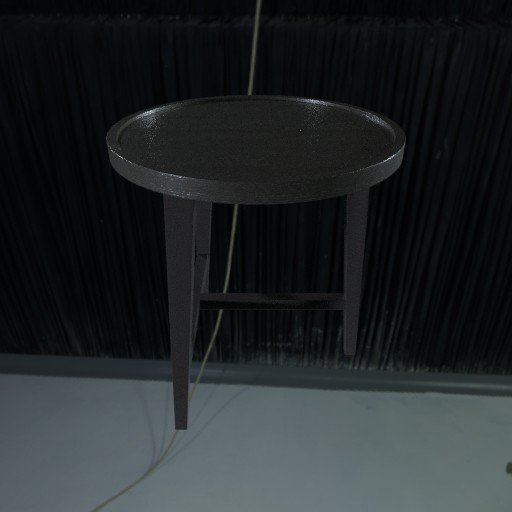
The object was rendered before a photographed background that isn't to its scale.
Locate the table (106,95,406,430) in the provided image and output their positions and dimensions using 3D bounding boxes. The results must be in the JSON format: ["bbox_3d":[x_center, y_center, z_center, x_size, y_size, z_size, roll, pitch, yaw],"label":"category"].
[{"bbox_3d":[0.000,0.000,0.910,0.500,0.531,0.500,0,32,0],"label":"table"}]
